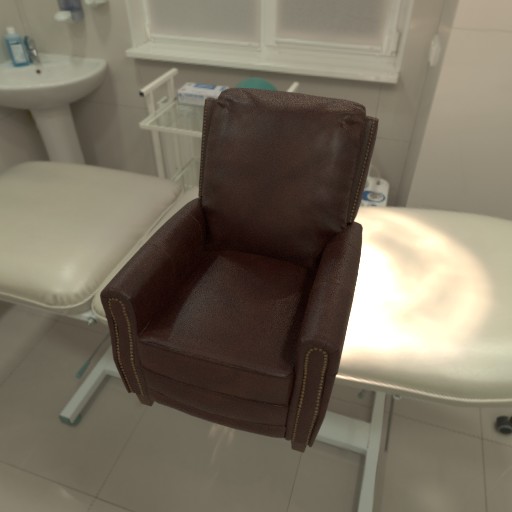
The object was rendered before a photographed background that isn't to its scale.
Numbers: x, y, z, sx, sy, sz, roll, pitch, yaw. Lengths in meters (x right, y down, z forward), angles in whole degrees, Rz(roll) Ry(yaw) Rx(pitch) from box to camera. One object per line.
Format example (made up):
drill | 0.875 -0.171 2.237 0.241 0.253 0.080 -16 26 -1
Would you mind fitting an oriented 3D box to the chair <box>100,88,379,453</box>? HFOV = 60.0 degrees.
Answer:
chair | 0.000 0.000 1.796 0.826 1.022 1.089 12 42 14
